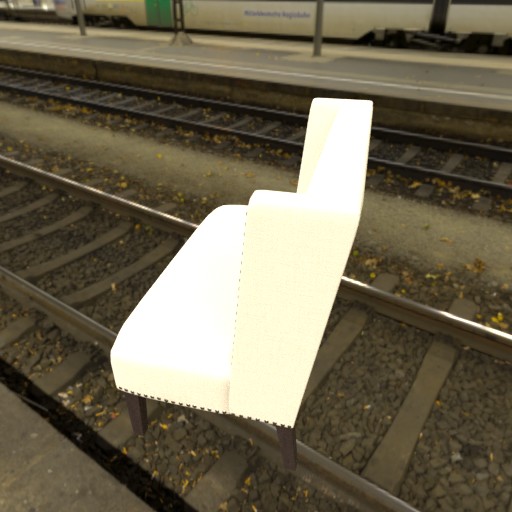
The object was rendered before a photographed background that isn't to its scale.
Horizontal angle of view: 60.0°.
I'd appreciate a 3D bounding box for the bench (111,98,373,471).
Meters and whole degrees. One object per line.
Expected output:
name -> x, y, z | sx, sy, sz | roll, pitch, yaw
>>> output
bench -> 0.000, 0.000, 1.974 | 0.847, 1.123, 1.280 | 7, 32, 12
